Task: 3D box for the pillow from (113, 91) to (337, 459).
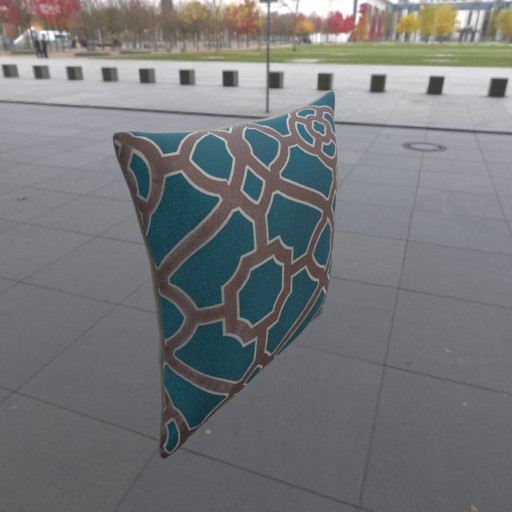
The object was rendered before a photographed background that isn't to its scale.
[{"bbox_3d":[0.000,0.000,0.782,0.166,0.507,0.526,18,31,32],"label":"pillow"}]
